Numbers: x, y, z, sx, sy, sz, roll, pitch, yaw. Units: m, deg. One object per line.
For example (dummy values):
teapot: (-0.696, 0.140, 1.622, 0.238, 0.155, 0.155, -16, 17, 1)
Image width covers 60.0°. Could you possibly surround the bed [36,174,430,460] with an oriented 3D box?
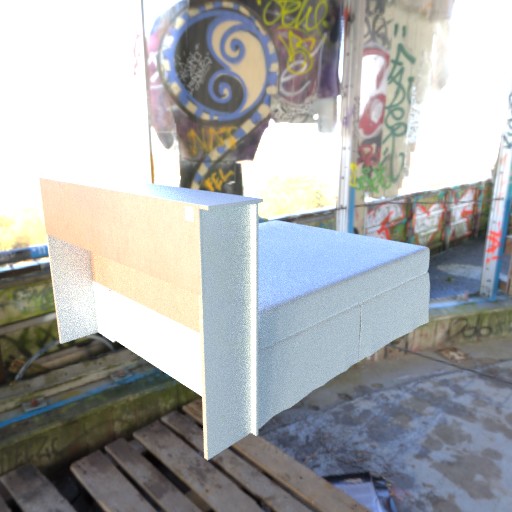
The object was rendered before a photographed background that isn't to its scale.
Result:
bed: (0.000, 0.000, 3.001, 2.133, 1.092, 1.671, -15, 21, -43)
